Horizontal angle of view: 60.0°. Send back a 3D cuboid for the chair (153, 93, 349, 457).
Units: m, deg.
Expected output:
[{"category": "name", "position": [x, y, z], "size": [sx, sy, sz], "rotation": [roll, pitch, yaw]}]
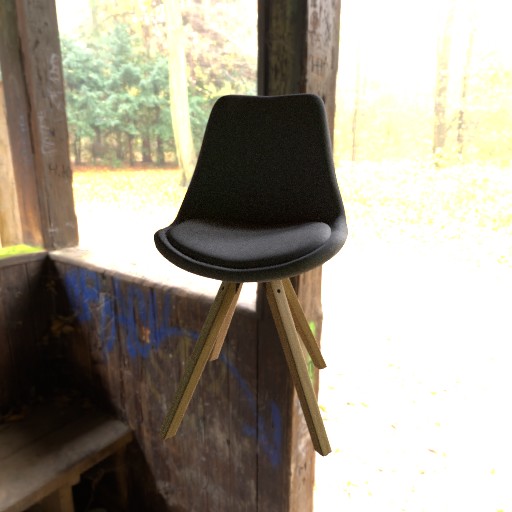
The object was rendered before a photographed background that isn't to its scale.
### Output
[{"category": "chair", "position": [0.000, 0.000, 1.197], "size": [0.483, 0.865, 0.550], "rotation": [2, 16, 9]}]
